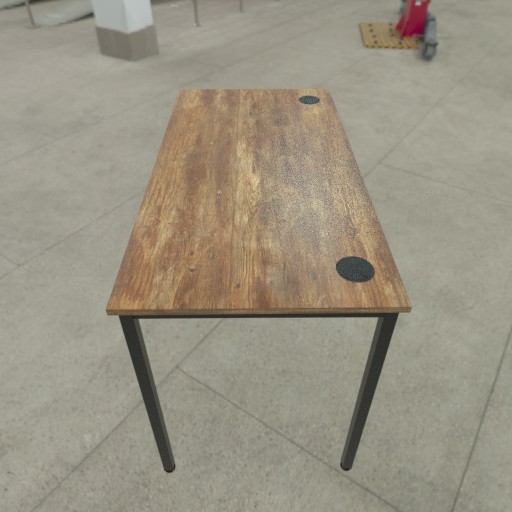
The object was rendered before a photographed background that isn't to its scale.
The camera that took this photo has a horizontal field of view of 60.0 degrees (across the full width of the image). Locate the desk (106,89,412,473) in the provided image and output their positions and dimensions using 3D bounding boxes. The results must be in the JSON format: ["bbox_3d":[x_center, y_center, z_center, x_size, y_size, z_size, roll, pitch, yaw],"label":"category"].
[{"bbox_3d":[0.000,0.000,1.565,0.600,0.749,1.200,0,40,0],"label":"desk"}]
